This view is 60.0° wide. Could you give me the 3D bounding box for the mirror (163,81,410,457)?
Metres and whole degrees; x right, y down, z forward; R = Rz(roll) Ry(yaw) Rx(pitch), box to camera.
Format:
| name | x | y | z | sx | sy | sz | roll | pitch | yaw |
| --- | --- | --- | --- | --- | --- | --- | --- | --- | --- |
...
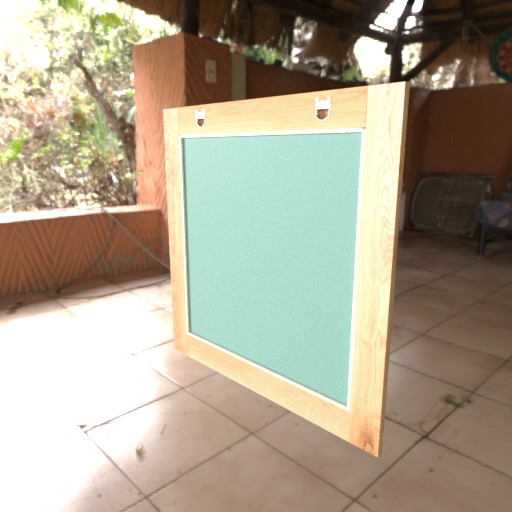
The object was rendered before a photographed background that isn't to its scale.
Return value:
| name | x | y | z | sx | sy | sz | roll | pitch | yaw |
| --- | --- | --- | --- | --- | --- | --- | --- | --- | --- |
| mirror | 0.000 | 0.000 | 1.192 | 0.020 | 0.800 | 0.800 | -13 | 19 | -43 |
